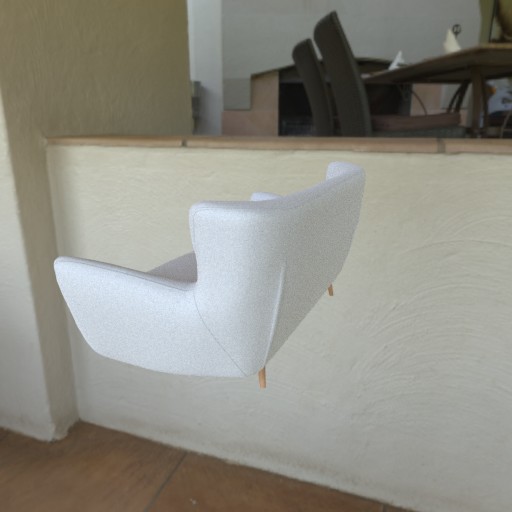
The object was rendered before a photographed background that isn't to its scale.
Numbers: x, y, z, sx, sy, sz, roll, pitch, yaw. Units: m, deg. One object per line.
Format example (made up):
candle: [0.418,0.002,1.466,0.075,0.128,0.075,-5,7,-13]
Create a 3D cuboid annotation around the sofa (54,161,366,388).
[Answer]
sofa: [0.000,0.000,2.389,0.899,0.890,1.930,7,18,23]
